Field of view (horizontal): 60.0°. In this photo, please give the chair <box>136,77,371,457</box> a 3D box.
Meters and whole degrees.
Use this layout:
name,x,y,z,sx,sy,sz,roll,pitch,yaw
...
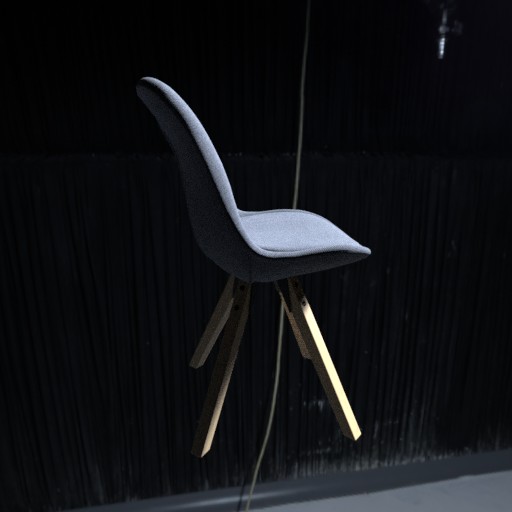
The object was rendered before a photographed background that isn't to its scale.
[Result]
name,x,y,z,sx,sy,sz,roll,pitch,yaw
chair,0.000,0.000,1.171,0.550,0.850,0.485,-2,16,-9
